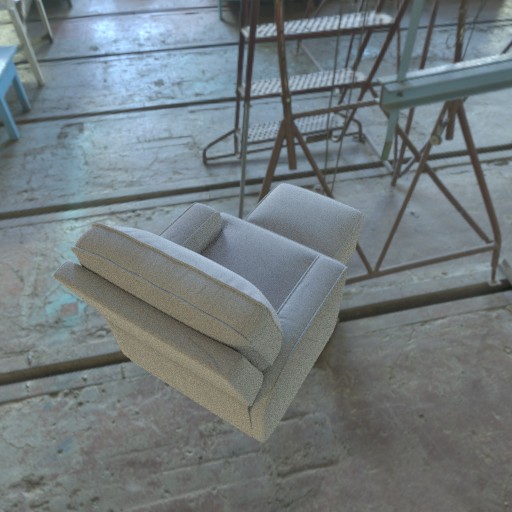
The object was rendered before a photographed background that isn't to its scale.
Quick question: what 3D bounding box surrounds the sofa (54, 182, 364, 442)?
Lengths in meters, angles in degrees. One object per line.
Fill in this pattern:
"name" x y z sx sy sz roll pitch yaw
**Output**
"sofa" 0.000 0.000 2.077 0.861 0.959 1.472 25 51 22
